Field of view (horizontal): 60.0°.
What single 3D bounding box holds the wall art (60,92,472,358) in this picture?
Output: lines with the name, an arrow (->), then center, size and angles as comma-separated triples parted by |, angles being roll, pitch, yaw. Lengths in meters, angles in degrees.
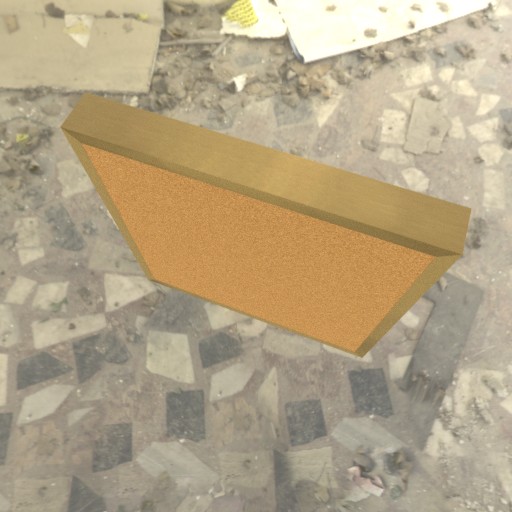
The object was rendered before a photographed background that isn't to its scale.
wall art -> 0.000, 0.000, 0.459 | 0.304, 0.305, 0.038 | 19, 66, 9
